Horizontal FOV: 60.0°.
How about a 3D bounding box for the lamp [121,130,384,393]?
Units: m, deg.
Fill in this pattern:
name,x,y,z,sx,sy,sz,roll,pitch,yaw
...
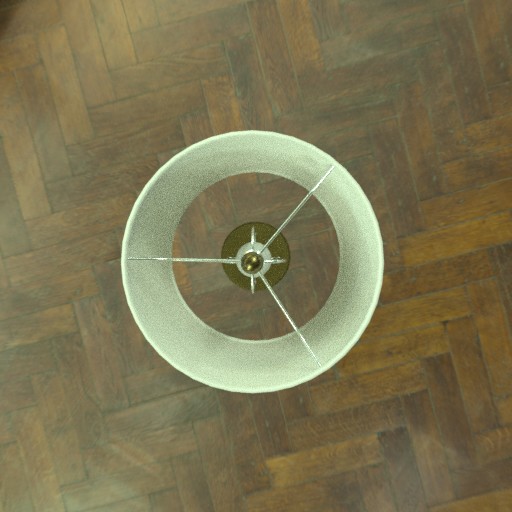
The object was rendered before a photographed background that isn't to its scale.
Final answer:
name,x,y,z,sx,sy,sz,roll,pitch,yaw
lamp,0.000,0.000,0.817,0.305,0.634,0.305,0,91,1
